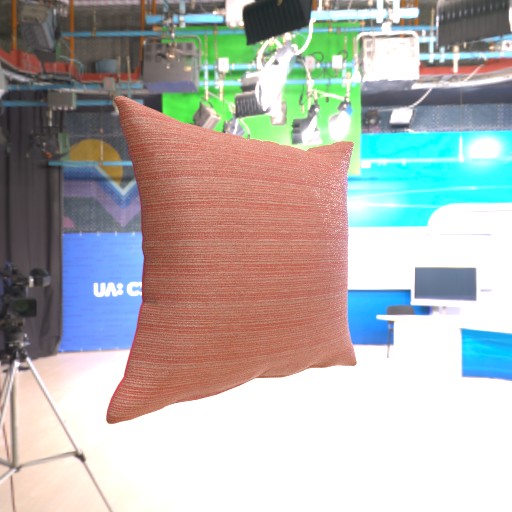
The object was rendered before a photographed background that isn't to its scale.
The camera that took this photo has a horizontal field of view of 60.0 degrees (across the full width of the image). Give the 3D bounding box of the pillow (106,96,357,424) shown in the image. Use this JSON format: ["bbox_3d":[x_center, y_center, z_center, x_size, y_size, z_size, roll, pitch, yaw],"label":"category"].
[{"bbox_3d":[0.000,0.000,0.827,0.559,0.501,0.229,-1,1,-37],"label":"pillow"}]
